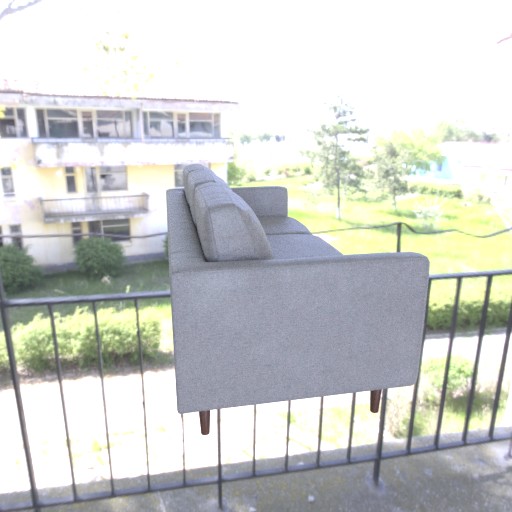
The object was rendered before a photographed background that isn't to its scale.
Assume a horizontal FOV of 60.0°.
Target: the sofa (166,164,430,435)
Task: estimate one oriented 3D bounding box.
[{"bbox_3d":[0.000,0.000,2.459,0.944,0.918,1.983,-3,16,-11],"label":"sofa"}]
